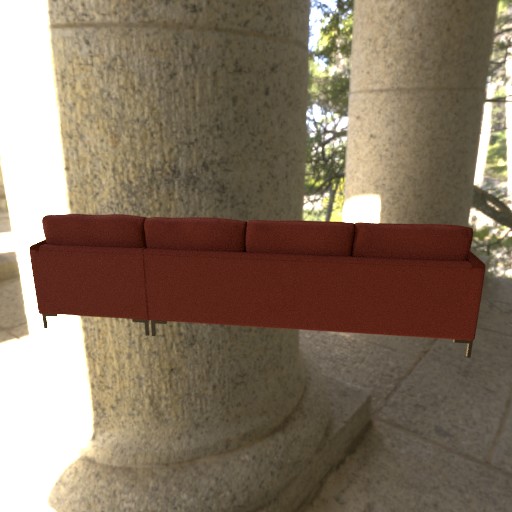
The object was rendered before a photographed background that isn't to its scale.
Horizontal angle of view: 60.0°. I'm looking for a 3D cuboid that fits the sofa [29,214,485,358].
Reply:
[{"bbox_3d":[0.000,0.000,3.433,2.932,0.810,1.350,2,17,8],"label":"sofa"}]
